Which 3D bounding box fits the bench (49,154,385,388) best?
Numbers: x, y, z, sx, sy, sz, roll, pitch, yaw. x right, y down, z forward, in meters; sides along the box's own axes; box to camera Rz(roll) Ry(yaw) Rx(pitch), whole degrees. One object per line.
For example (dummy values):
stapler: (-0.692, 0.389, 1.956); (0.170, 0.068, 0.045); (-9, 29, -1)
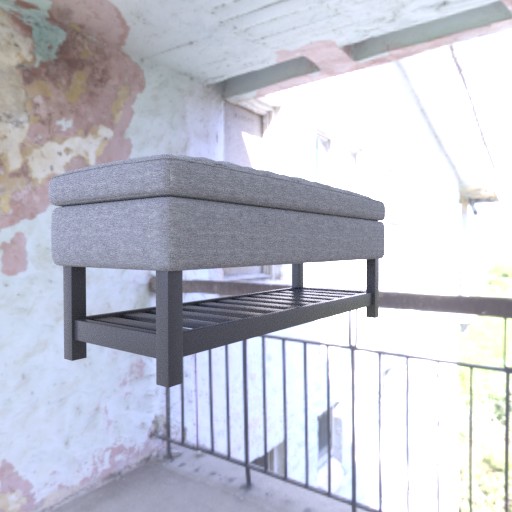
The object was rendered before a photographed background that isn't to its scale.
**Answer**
bench: (0.000, 0.000, 1.349); (0.429, 0.470, 1.100); (1, 2, 37)
